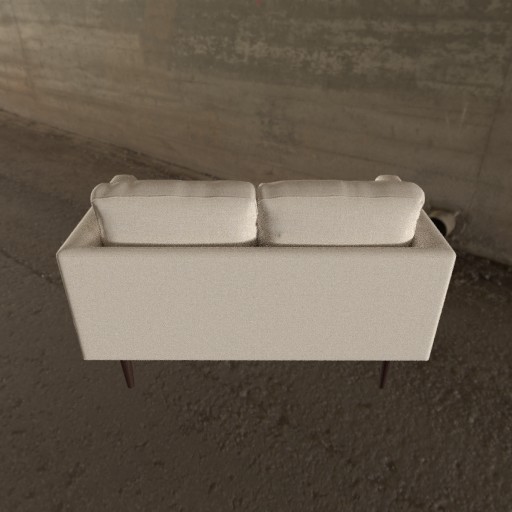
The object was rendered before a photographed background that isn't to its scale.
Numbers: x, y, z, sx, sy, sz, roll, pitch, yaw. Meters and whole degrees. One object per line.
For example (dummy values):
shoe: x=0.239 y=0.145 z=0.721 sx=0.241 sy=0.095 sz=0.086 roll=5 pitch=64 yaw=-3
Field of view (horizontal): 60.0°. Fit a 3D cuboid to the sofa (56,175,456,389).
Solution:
sofa: x=0.000 y=0.000 z=2.015 sx=1.430 sy=0.908 sz=0.796 roll=0 pitch=31 yaw=0
